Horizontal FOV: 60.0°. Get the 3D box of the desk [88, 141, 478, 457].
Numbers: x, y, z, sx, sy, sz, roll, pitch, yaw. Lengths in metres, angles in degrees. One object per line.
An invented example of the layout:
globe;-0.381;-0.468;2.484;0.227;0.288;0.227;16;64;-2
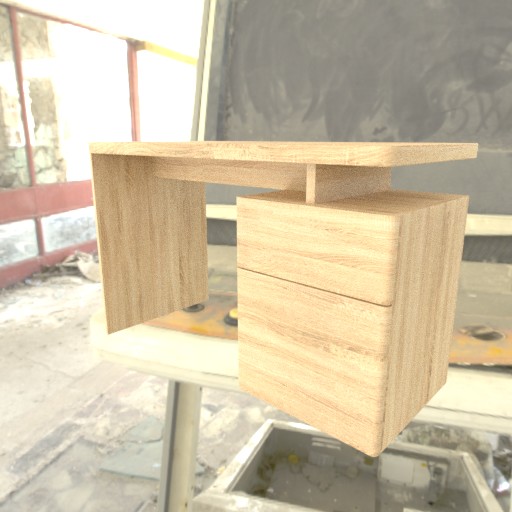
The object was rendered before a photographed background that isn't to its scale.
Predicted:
desk;0.000;0.000;1.531;1.200;0.760;0.550;13;20;41
